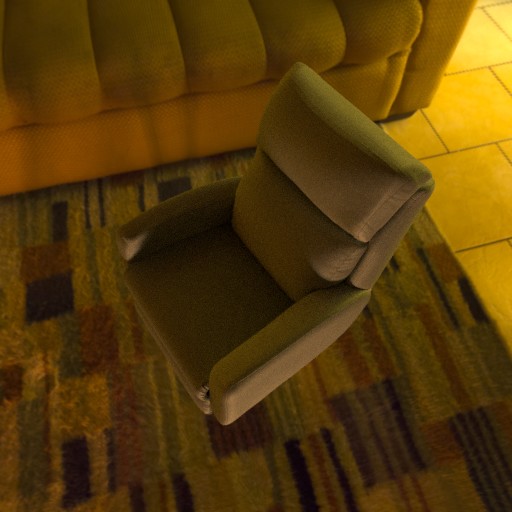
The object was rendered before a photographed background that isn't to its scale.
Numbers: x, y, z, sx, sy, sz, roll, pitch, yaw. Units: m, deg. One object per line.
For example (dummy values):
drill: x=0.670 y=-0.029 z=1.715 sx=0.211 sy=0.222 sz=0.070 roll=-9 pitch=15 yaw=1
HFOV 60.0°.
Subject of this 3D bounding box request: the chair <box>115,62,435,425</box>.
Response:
chair: x=0.000 y=0.000 z=1.671 sx=0.940 sy=1.016 sz=0.794 roll=-32 pitch=66 yaw=-17
